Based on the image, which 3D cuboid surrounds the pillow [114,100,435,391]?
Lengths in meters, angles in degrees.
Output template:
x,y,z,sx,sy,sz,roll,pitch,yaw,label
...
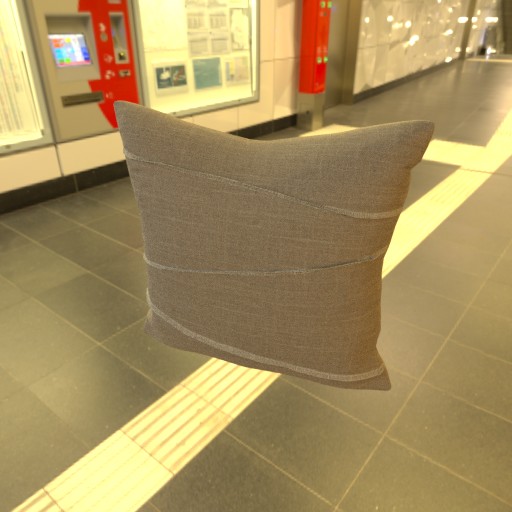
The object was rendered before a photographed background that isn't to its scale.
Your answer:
x,y,z,sx,sy,sz,roll,pitch,yaw,label
0.000,0.000,0.630,0.424,0.400,0.169,9,30,17,pillow
